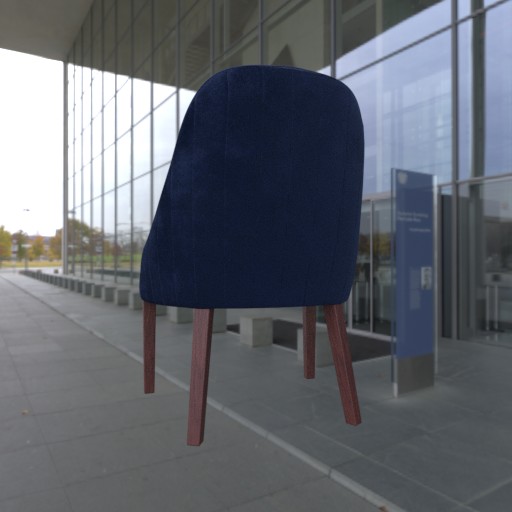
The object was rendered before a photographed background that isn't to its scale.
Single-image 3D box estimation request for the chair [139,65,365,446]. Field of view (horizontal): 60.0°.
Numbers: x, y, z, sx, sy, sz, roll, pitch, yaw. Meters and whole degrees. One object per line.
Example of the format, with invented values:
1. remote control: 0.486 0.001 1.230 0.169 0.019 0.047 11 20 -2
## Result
1. chair: 0.000 0.000 1.297 0.643 0.889 0.575 0 0 -18
